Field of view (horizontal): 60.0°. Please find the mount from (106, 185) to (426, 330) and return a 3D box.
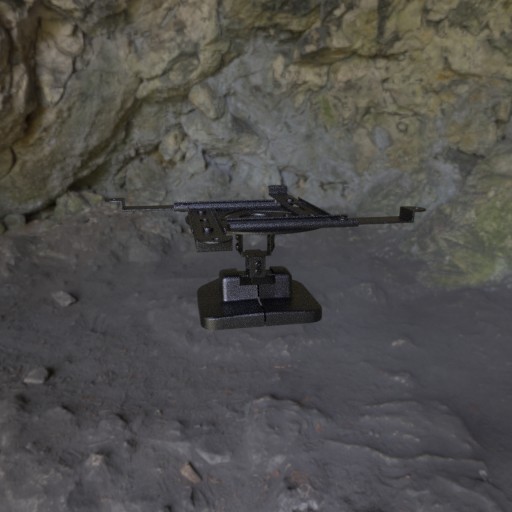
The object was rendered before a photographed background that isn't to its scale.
[{"bbox_3d":[0.000,0.000,0.594,0.394,0.141,0.394,-3,16,-10],"label":"mount"}]
